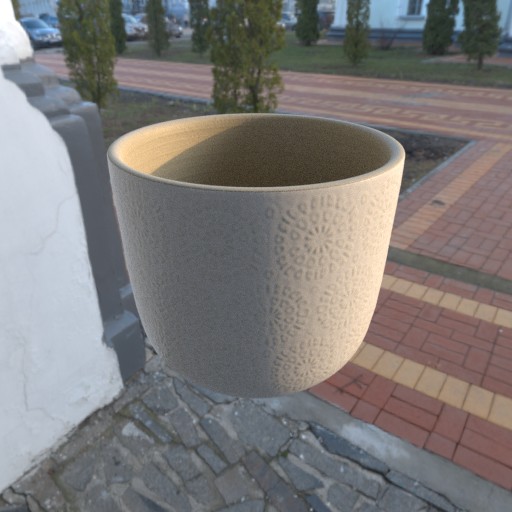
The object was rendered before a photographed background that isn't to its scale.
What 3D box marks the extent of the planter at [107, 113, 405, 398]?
[{"bbox_3d":[0.000,0.000,0.366,0.208,0.190,0.208,0,28,0],"label":"planter"}]
